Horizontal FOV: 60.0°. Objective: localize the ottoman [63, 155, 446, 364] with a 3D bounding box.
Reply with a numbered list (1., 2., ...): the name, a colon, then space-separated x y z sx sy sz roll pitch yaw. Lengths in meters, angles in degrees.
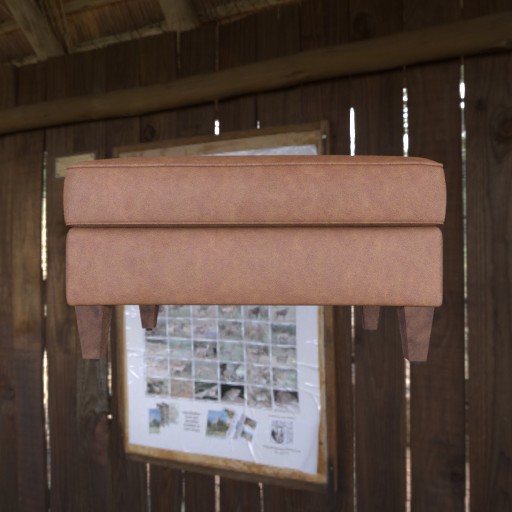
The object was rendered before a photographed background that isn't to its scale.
1. ottoman: 0.000 0.000 1.224 0.864 0.483 0.584 0 -1 2
